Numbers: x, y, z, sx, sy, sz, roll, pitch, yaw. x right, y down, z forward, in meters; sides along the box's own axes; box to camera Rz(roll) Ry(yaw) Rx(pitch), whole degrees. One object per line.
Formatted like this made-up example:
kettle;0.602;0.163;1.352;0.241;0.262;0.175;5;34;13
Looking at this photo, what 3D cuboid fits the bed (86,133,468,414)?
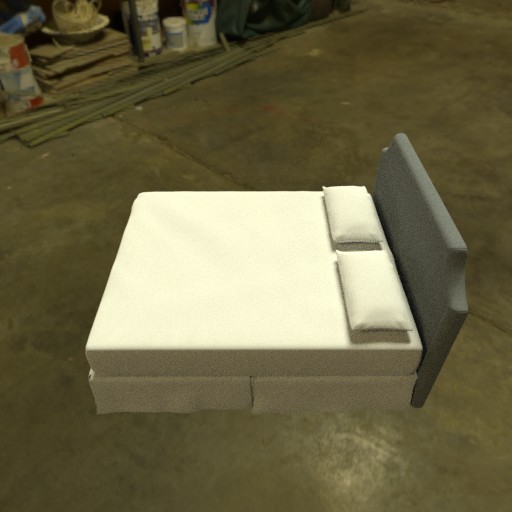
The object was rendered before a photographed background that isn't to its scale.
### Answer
bed;0.000;0.000;3.266;2.259;1.296;1.811;0;42;0
